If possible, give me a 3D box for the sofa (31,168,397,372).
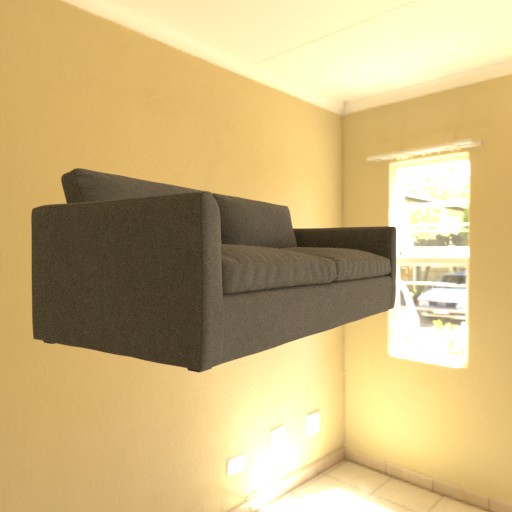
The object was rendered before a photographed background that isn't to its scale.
[{"bbox_3d":[0.000,0.000,2.724,1.092,0.838,2.257,0,0,34],"label":"sofa"}]
